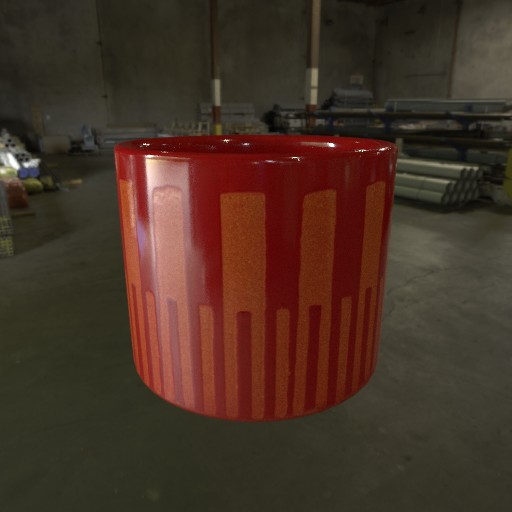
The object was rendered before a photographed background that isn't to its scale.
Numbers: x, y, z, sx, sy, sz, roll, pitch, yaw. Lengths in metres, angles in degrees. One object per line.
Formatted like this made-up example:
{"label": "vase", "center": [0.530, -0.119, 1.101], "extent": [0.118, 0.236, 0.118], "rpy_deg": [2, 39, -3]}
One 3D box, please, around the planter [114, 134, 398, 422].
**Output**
{"label": "planter", "center": [0.000, 0.000, 0.404], "extent": [0.230, 0.202, 0.230], "rpy_deg": [0, 18, 0]}
